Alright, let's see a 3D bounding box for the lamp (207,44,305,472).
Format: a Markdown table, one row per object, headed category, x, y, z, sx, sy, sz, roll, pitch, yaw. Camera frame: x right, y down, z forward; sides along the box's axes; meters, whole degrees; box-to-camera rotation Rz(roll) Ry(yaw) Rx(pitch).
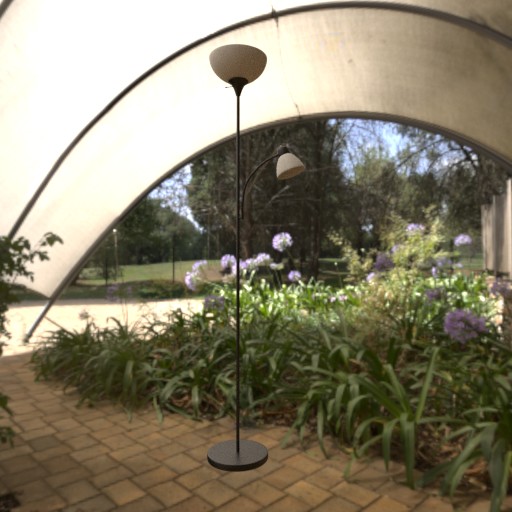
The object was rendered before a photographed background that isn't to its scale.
| category | x | y | z | sx | sy | sz | roll | pitch | yaw |
| --- | --- | --- | --- | --- | --- | --- | --- | --- | --- |
| lamp | 0.000 | 0.000 | 1.979 | 0.442 | 1.804 | 0.279 | 0 | -1 | 17 |
